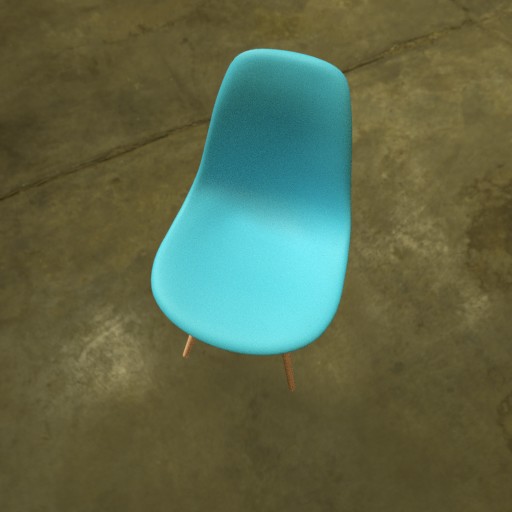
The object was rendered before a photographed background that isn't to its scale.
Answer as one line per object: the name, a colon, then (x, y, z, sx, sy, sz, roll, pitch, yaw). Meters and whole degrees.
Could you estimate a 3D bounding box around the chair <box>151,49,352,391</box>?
chair: (0.000, 0.000, 1.157, 0.470, 0.826, 0.531, 15, 60, 9)
